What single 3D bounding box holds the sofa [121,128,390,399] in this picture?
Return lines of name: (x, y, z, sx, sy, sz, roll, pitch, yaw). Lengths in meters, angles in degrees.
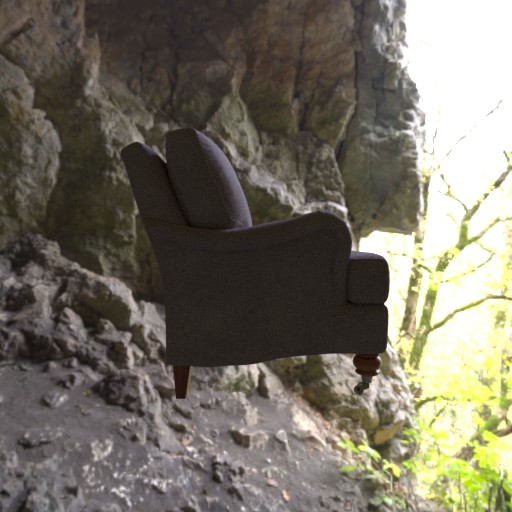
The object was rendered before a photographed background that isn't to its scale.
sofa: (0.000, 0.000, 2.629, 1.084, 1.101, 1.853, 0, 2, 0)
